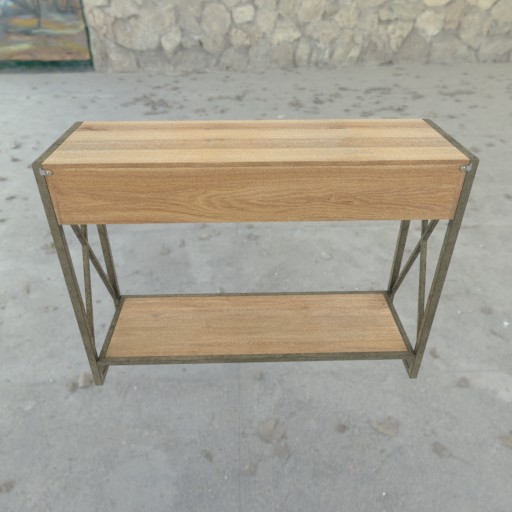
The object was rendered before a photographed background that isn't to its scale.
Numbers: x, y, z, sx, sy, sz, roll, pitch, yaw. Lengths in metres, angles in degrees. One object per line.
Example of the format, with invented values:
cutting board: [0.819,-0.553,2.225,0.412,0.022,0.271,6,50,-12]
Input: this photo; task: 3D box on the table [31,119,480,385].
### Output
table: [0.000,0.000,1.402,1.059,0.763,0.361,-1,33,-1]
